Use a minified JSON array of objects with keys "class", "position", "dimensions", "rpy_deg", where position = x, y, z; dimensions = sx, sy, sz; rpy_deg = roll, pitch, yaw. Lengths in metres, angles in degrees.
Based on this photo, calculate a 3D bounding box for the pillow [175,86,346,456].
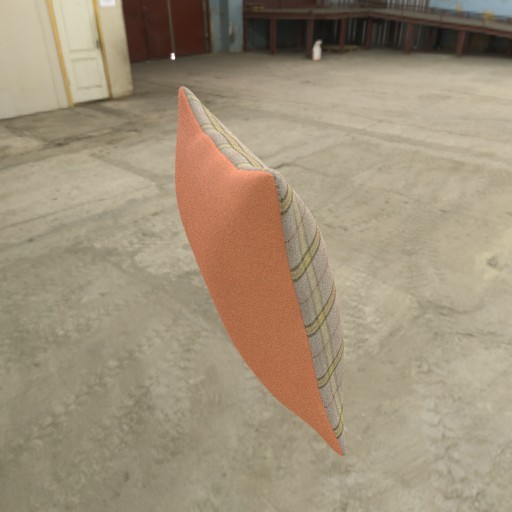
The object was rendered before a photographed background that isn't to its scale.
[{"class":"pillow","position":[0.000,0.000,0.679],"dimensions":[0.200,0.430,0.453],"rpy_deg":[-9,31,-16]}]
